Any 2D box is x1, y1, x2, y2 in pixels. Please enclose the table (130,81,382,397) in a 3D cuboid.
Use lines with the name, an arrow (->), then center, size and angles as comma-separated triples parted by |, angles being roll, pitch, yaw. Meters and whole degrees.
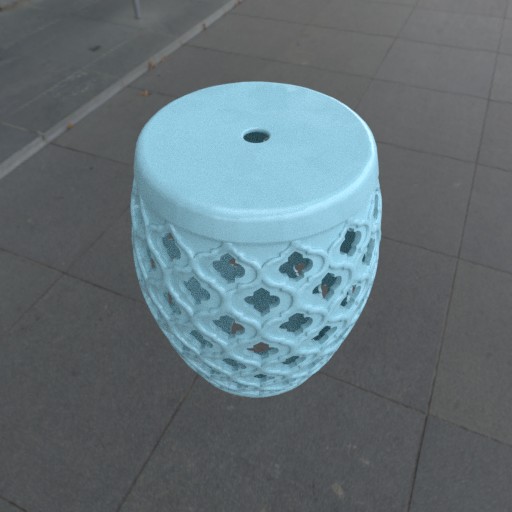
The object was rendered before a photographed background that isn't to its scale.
table -> 0.000, 0.000, 0.623 | 0.325, 0.388, 0.325 | 0, 47, 0
